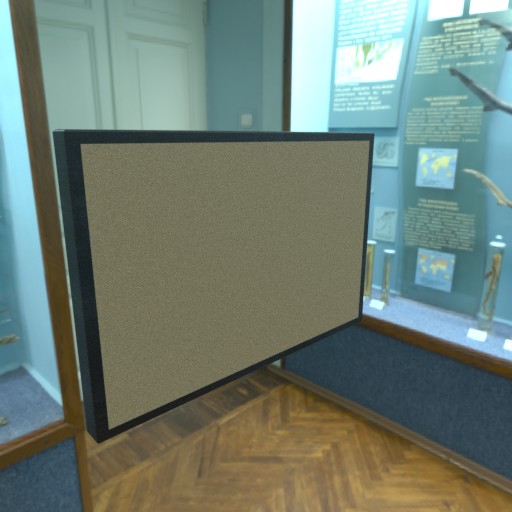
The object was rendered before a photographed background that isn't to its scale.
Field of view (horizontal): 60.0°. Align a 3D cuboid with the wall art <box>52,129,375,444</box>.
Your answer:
[{"bbox_3d":[0.000,0.000,0.754,0.610,0.409,0.038,-13,20,-41],"label":"wall art"}]
